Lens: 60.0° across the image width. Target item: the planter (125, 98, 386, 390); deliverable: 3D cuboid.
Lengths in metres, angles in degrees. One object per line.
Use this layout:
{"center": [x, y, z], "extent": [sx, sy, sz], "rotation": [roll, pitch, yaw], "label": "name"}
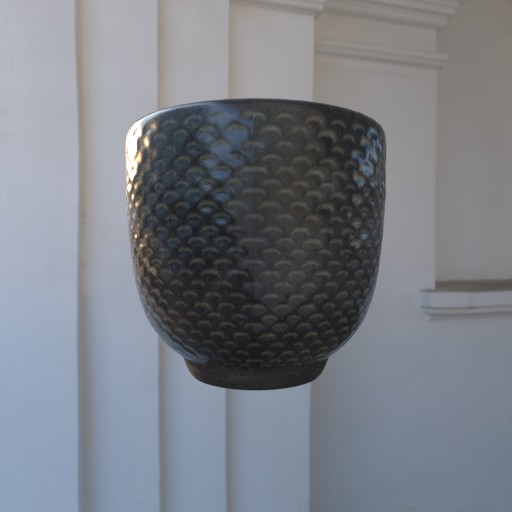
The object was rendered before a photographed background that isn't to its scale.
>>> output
{"center": [0.000, 0.000, 0.305], "extent": [0.172, 0.160, 0.172], "rotation": [0, 1, 0], "label": "planter"}
